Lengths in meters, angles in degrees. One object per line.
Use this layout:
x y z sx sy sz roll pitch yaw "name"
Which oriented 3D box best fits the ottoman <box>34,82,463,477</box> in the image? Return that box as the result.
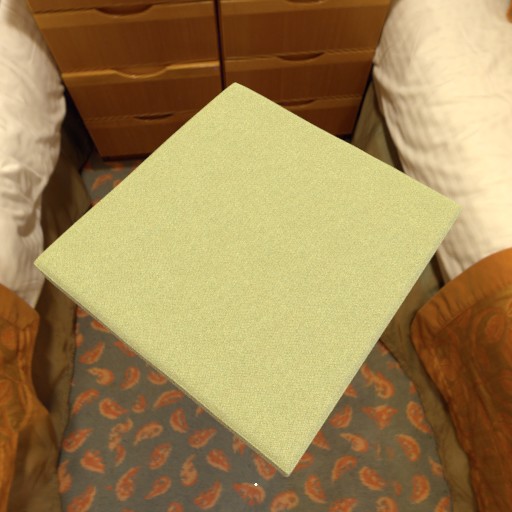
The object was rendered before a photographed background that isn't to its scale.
0.000 0.000 1.536 0.968 0.379 1.004 34 68 16 "ottoman"
